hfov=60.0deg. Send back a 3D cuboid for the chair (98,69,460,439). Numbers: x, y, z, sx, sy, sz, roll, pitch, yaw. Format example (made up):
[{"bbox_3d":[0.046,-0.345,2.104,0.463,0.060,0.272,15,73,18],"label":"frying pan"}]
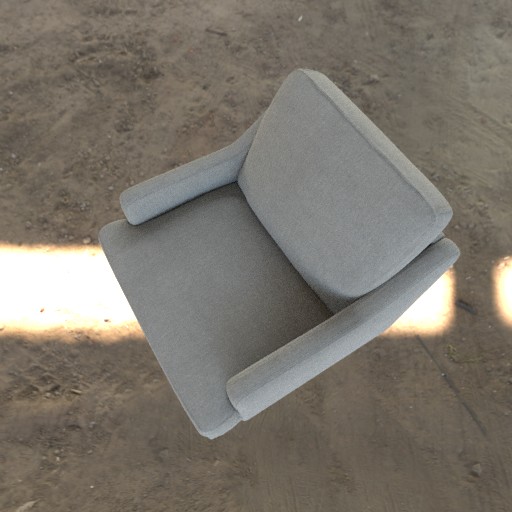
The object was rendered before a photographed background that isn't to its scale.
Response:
[{"bbox_3d":[0.000,0.000,1.509,0.892,0.821,0.826,-29,67,-14],"label":"chair"}]
